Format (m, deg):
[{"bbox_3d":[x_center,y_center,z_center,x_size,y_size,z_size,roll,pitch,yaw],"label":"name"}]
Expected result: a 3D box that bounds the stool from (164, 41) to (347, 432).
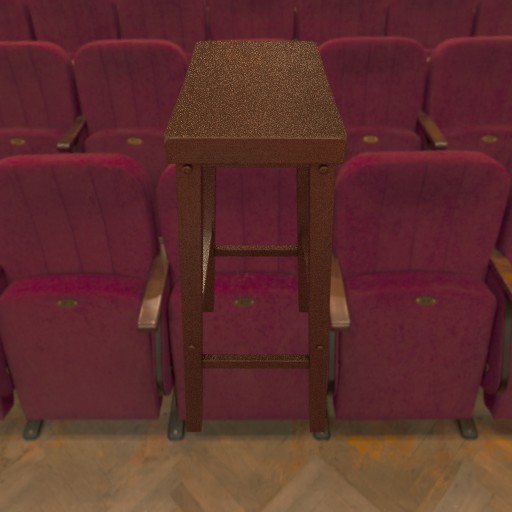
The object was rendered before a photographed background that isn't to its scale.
[{"bbox_3d":[0.000,0.000,0.942,0.322,0.742,0.406,0,41,0],"label":"stool"}]
